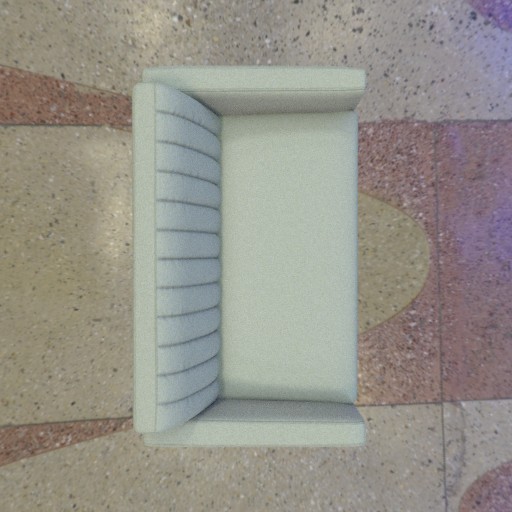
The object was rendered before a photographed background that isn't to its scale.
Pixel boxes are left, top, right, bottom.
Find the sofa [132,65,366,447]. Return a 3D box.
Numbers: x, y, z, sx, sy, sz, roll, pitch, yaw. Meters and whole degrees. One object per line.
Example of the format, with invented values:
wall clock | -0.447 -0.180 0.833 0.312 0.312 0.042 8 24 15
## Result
sofa | 0.000 0.000 2.071 0.950 0.801 1.585 0 91 0
